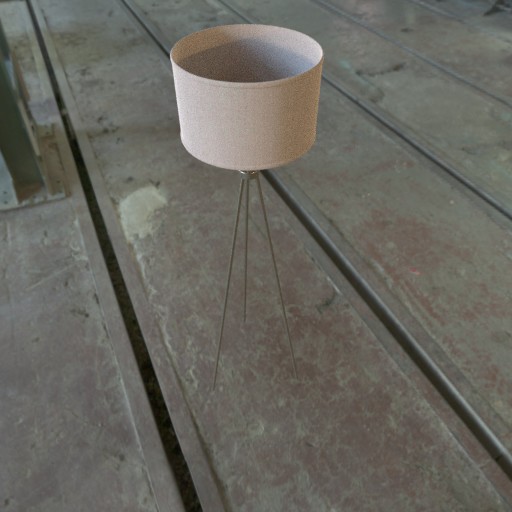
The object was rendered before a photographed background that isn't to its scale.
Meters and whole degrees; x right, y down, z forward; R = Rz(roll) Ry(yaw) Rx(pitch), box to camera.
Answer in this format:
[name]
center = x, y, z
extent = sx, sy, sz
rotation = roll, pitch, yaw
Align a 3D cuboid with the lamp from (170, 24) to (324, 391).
[lamp]
center = 0.000, 0.000, 1.726
extent = 0.460, 1.545, 0.449
rotation = 14, 47, 14
